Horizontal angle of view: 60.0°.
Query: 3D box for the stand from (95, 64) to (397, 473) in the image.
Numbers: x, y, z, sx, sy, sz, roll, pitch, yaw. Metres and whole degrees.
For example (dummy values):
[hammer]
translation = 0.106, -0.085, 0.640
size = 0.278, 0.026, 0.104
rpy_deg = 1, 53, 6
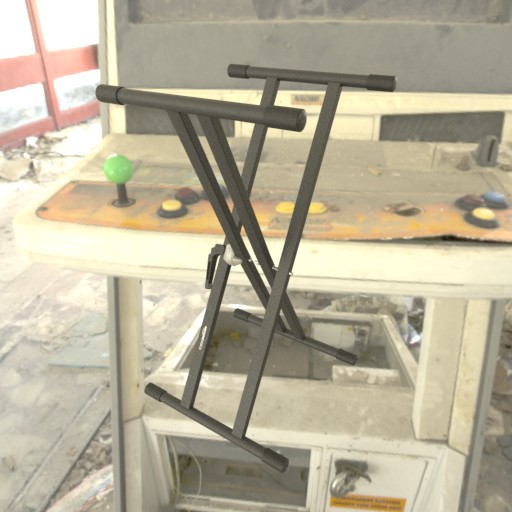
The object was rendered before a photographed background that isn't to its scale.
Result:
[stand]
translation = 0.000, 0.000, 1.209
size = 0.495, 0.900, 0.503
rpy_deg = 18, 34, 29
